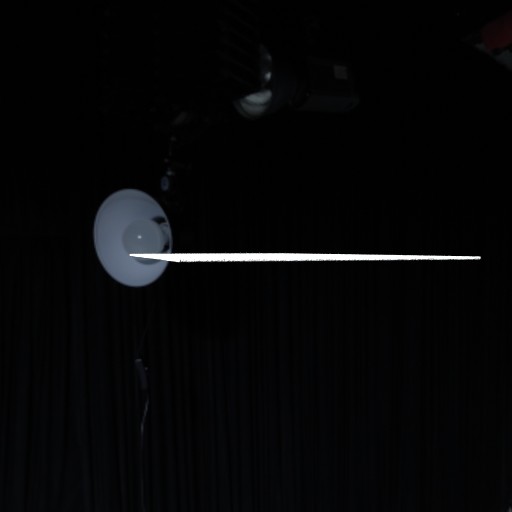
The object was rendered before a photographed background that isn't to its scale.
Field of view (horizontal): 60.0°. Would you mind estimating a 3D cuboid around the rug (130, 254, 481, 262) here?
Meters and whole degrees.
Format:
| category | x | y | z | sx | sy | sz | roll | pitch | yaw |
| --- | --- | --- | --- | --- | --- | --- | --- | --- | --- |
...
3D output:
| category | x | y | z | sx | sy | sz | roll | pitch | yaw |
| --- | --- | --- | --- | --- | --- | --- | --- | --- | --- |
| rug | 0.000 | 0.000 | 3.119 | 1.530 | 0.012 | 2.444 | 0 | 1 | -20 |
